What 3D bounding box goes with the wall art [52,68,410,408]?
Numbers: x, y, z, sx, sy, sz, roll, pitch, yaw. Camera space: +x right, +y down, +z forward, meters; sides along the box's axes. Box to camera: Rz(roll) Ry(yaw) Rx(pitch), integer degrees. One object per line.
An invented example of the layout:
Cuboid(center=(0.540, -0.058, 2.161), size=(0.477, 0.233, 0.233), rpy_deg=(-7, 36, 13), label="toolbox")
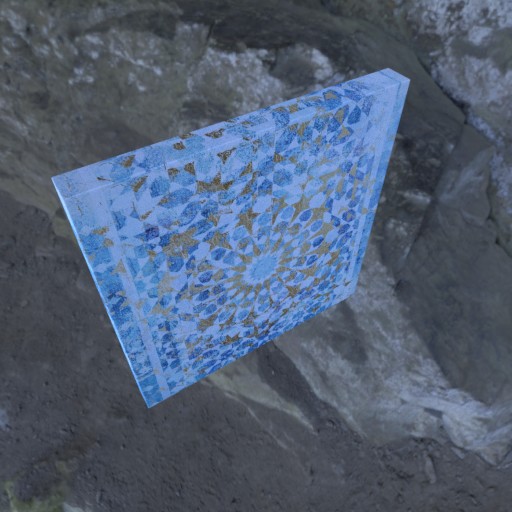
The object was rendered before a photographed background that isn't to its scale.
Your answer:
Cuboid(center=(0.000, 0.000, 0.602), size=(0.405, 0.405, 0.037), rpy_deg=(-25, 52, -21), label="wall art")
